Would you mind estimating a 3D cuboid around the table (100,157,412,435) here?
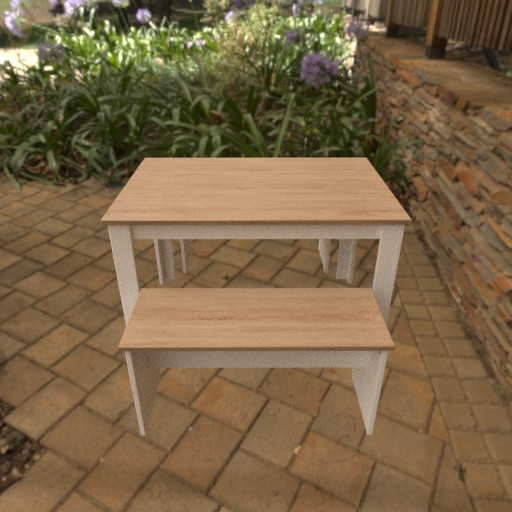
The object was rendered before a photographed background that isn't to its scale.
[{"bbox_3d":[0.000,0.000,2.049,1.100,0.700,1.443,0,30,0],"label":"table"}]
